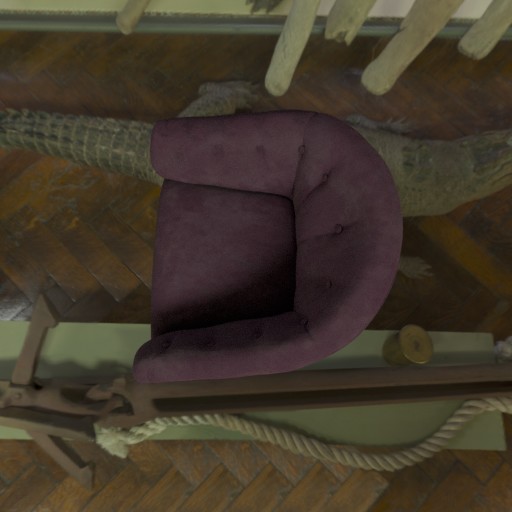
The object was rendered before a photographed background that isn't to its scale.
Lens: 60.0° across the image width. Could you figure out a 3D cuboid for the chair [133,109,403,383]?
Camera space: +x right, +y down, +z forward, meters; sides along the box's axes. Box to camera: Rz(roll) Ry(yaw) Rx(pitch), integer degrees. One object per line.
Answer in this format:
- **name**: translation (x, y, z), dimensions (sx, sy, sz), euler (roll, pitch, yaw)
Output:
- **chair**: translation (0.000, 0.000, 1.542), dimensions (0.776, 0.885, 0.851), euler (1, 75, 0)
